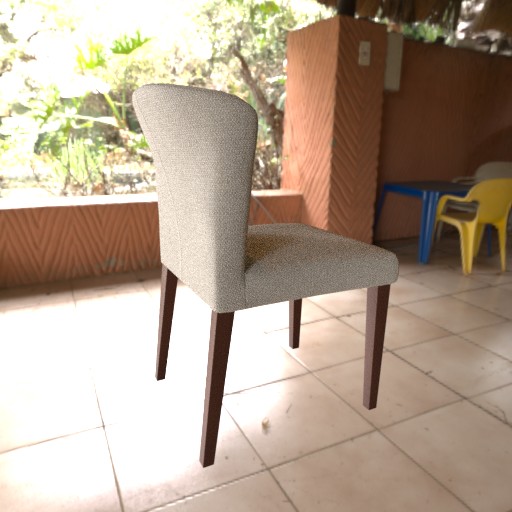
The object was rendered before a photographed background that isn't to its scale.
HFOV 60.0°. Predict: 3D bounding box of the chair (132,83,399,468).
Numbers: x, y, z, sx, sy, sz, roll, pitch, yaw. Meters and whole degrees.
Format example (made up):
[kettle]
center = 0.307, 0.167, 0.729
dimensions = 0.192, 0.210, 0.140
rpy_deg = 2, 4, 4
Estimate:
[chair]
center = 0.000, 0.000, 1.198
dimensions = 0.589, 0.839, 0.491
rpy_deg = -7, 17, -26
